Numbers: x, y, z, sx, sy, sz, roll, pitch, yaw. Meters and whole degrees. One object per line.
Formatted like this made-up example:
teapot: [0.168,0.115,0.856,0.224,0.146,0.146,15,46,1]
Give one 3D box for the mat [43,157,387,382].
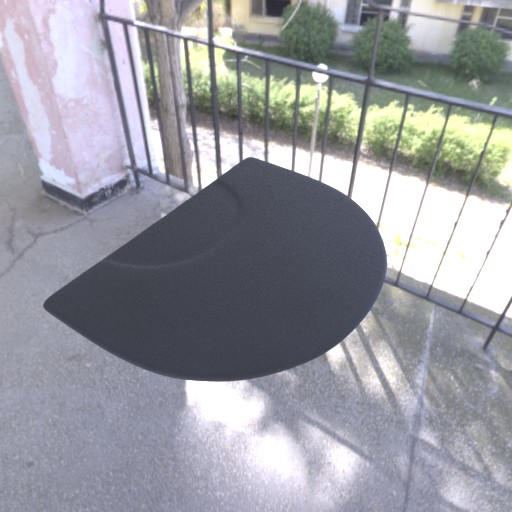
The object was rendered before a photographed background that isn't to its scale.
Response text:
mat: [0.000,0.000,1.651,0.917,0.016,1.220,24,47,25]
